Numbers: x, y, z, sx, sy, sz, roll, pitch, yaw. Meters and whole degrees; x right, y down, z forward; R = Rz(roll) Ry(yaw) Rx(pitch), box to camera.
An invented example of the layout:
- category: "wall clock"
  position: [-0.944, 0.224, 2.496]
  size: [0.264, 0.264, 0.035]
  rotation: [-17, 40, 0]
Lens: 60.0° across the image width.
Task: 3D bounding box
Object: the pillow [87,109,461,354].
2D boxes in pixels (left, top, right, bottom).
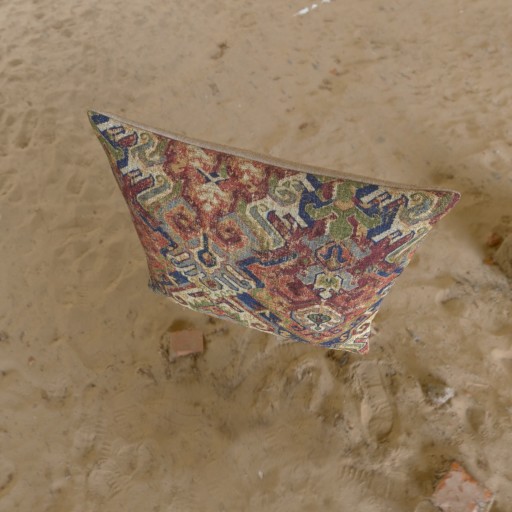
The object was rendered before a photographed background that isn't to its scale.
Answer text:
- category: "pillow"
  position: [0.000, 0.000, 0.792]
  size: [0.523, 0.506, 0.166]
  rotation: [15, 58, 10]
